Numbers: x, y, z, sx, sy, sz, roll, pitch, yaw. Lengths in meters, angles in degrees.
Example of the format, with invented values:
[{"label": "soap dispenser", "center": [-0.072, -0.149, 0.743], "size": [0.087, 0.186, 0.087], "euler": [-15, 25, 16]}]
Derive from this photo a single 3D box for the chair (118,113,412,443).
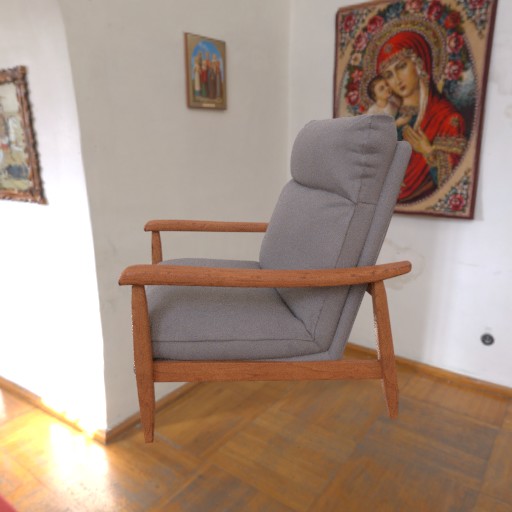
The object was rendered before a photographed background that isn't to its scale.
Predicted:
[{"label": "chair", "center": [0.000, 0.000, 1.535], "size": [0.816, 0.922, 0.782], "euler": [-2, 15, -8]}]
